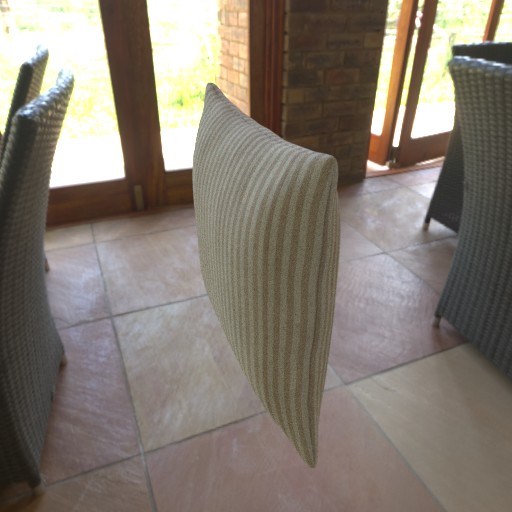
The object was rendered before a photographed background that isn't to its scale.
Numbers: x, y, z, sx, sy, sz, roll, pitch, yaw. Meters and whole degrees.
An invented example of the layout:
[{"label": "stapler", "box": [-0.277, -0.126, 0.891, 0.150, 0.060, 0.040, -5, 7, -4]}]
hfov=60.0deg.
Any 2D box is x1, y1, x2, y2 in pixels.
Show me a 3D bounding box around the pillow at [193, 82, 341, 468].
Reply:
[{"label": "pillow", "box": [0.000, 0.000, 0.790, 0.166, 0.510, 0.523, -10, 32, -17]}]
